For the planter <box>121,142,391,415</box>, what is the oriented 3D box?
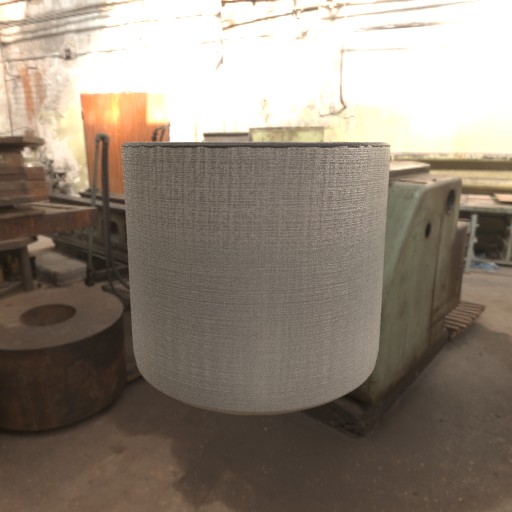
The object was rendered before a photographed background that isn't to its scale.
[{"bbox_3d":[0.000,0.000,0.224,0.125,0.112,0.125,0,14,0],"label":"planter"}]
